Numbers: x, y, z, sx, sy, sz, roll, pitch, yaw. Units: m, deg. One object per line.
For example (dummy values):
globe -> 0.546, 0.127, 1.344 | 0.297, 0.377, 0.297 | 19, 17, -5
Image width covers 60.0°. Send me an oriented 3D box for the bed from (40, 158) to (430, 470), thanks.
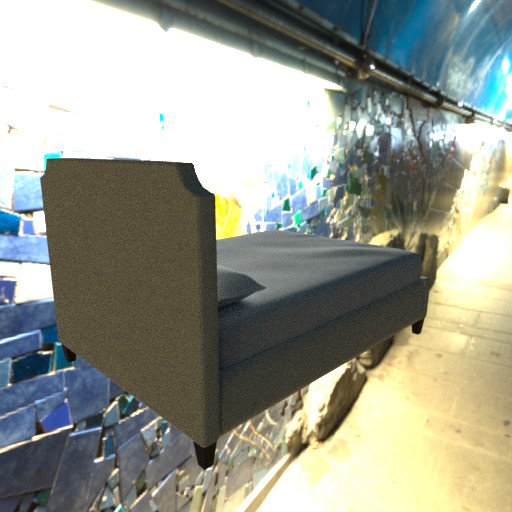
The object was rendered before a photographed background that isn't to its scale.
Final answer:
bed -> 0.000, 0.000, 3.328 | 1.713, 1.457, 2.381 | 13, 19, 43
